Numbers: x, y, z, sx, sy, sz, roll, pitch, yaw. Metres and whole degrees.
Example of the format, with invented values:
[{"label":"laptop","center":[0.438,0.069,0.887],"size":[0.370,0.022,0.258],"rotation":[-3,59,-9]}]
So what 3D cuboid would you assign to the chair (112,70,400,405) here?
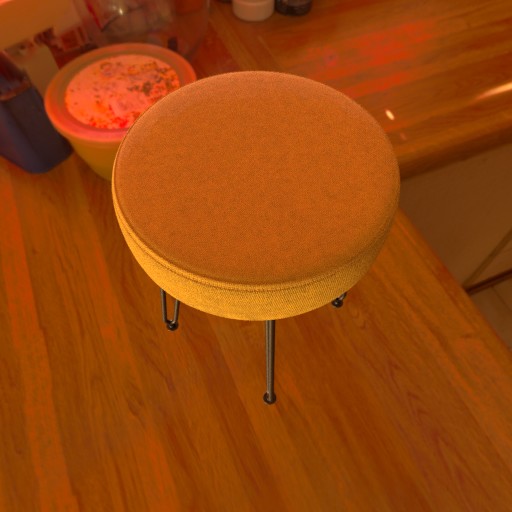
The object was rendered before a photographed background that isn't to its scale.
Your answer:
[{"label":"chair","center":[0.000,0.000,0.705],"size":[0.345,0.455,0.345],"rotation":[32,64,18]}]
